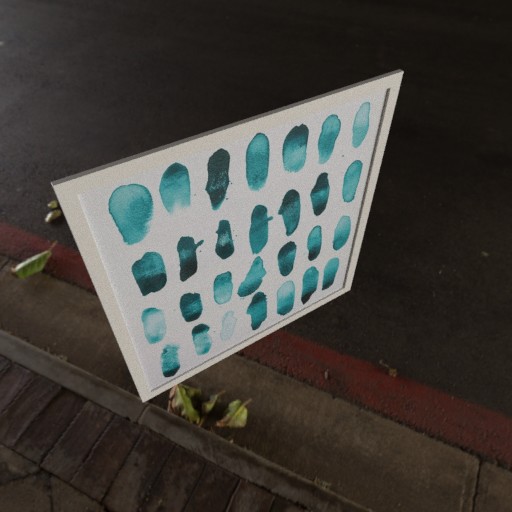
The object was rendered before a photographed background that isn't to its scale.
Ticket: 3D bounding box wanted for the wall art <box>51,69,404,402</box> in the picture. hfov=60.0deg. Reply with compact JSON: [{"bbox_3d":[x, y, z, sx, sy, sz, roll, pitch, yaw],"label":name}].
[{"bbox_3d":[0.000,0.000,1.188,0.812,0.813,0.013,-25,51,-22],"label":"wall art"}]
